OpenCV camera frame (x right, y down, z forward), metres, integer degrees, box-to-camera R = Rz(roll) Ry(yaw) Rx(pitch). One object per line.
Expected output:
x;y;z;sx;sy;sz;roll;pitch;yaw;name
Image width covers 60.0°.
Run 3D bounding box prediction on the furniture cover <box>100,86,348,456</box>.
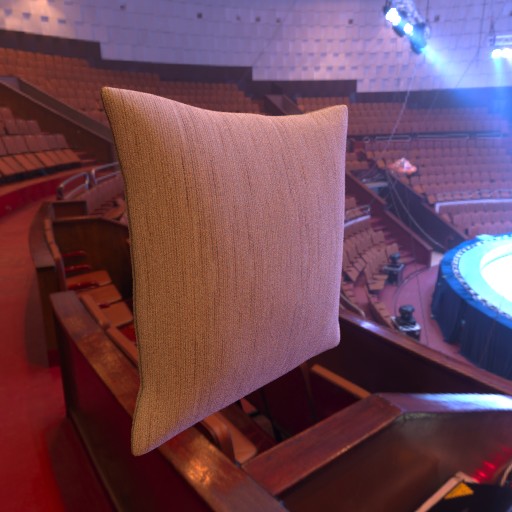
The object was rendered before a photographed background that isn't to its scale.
0.000;0.000;0.750;0.178;0.506;0.512;15;22;43;furniture cover
